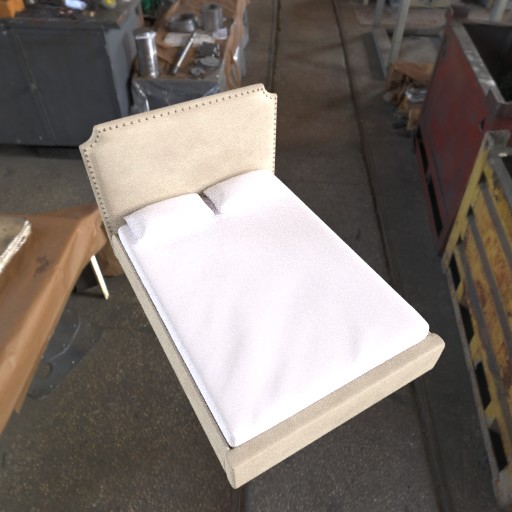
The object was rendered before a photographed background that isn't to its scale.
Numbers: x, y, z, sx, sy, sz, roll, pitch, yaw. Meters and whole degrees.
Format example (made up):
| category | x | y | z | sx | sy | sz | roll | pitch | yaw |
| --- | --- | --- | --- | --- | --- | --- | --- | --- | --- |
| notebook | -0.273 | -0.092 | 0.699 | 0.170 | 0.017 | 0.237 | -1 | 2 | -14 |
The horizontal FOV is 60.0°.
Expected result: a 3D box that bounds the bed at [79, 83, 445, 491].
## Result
| category | x | y | z | sx | sy | sz | roll | pitch | yaw |
| --- | --- | --- | --- | --- | --- | --- | --- | --- | --- |
| bed | 0.000 | 0.000 | 3.305 | 1.712 | 1.443 | 2.372 | -22 | 50 | -21 |
